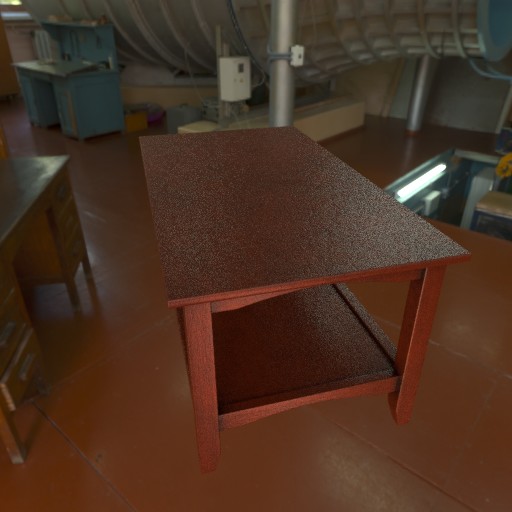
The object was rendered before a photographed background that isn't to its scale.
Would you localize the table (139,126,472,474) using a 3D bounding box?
[{"bbox_3d":[0.000,0.000,1.226,0.533,0.456,0.943,-8,31,-13],"label":"table"}]
